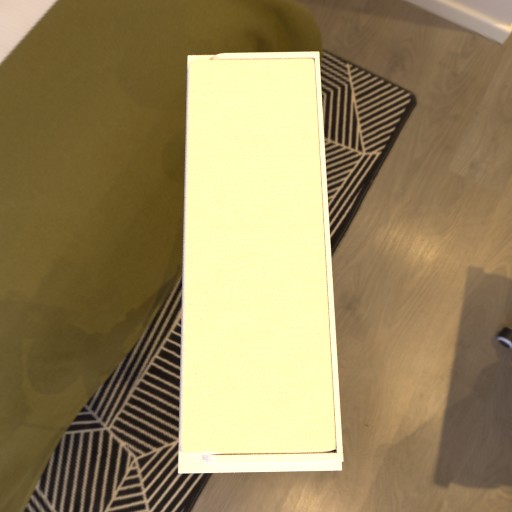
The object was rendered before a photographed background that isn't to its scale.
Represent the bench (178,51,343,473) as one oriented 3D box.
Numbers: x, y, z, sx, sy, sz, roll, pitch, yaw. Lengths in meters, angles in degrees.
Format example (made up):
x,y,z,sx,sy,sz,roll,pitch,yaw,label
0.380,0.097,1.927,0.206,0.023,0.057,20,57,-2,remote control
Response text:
x,y,z,sx,sy,sz,roll,pitch,yaw,label
0.000,0.000,1.415,0.402,0.486,1.185,-1,76,0,bench
